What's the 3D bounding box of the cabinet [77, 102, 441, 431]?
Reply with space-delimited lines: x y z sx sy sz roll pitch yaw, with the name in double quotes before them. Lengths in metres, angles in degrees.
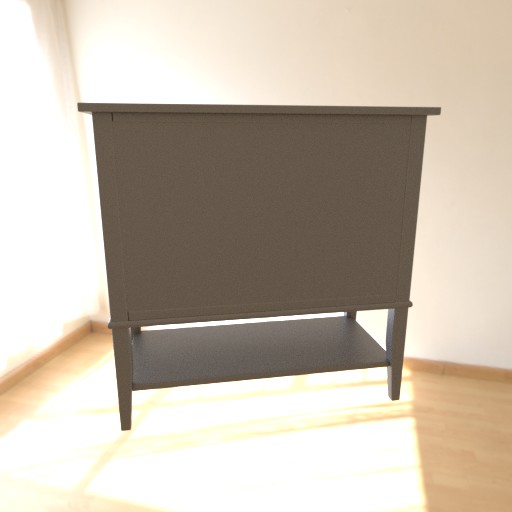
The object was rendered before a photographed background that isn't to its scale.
"cabinet" 0.000 0.000 1.246 0.801 0.780 0.396 -3 15 -10
